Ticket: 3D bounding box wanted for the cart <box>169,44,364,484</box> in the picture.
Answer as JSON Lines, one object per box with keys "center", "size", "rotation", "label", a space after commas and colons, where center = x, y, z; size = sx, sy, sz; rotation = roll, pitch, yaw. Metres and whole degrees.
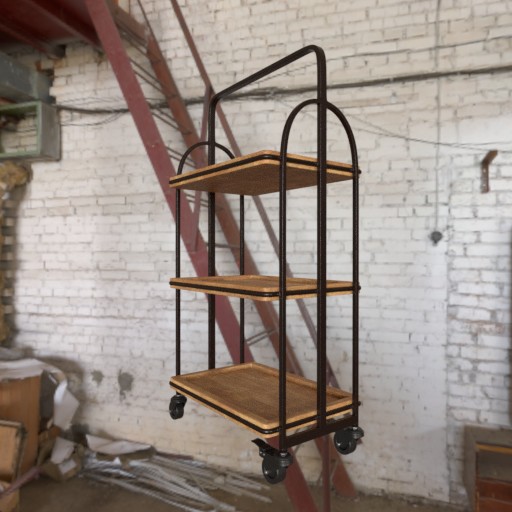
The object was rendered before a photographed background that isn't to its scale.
{"center": [0.000, 0.000, 1.230], "size": [0.327, 1.001, 0.553], "rotation": [0, 1, -37], "label": "cart"}
